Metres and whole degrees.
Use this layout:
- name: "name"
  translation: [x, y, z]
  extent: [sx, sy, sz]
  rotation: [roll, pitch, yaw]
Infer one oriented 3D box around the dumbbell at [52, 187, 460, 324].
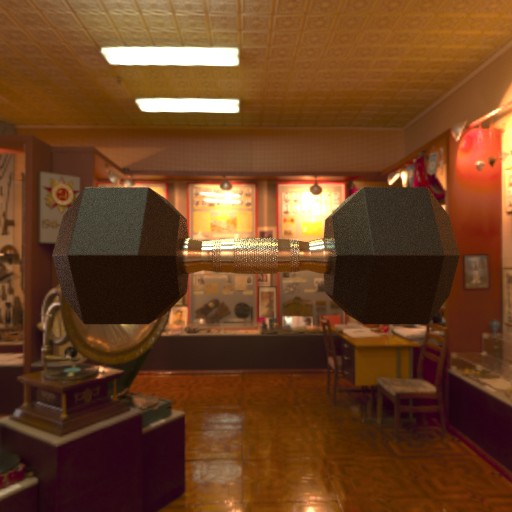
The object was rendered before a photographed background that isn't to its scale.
- name: "dumbbell"
  translation: [0.000, 0.000, 0.430]
  extent: [0.356, 0.123, 0.141]
  rotation: [0, -1, 0]
